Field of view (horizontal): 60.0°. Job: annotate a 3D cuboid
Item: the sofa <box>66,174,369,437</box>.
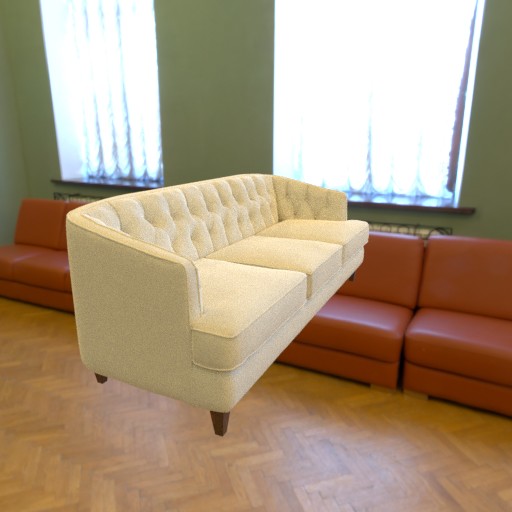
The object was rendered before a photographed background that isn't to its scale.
[{"bbox_3d":[0.000,0.000,2.713,0.941,0.855,2.278,7,17,25],"label":"sofa"}]
